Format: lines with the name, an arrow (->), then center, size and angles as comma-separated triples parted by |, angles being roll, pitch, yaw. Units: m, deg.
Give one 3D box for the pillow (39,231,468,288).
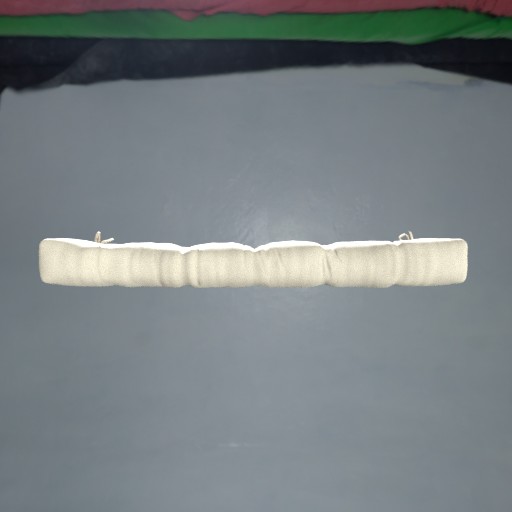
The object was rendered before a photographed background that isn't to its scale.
pillow -> 0.000, 0.000, 1.390 | 1.194, 0.174, 0.511 | 0, 1, -1
